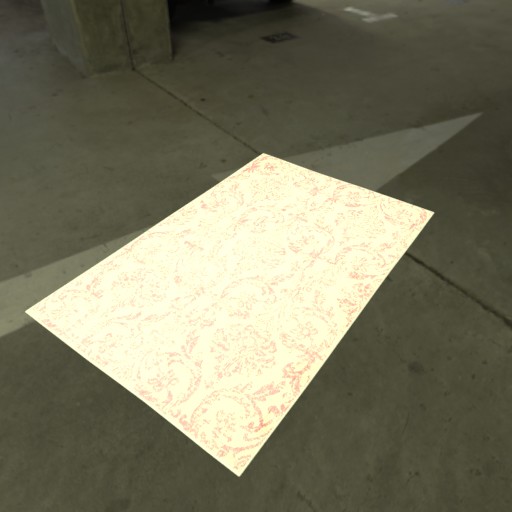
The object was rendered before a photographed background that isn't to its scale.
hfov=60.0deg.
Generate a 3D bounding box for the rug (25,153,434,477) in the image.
[{"bbox_3d":[0.000,0.000,3.395,1.819,0.018,2.746,26,47,27],"label":"rug"}]
